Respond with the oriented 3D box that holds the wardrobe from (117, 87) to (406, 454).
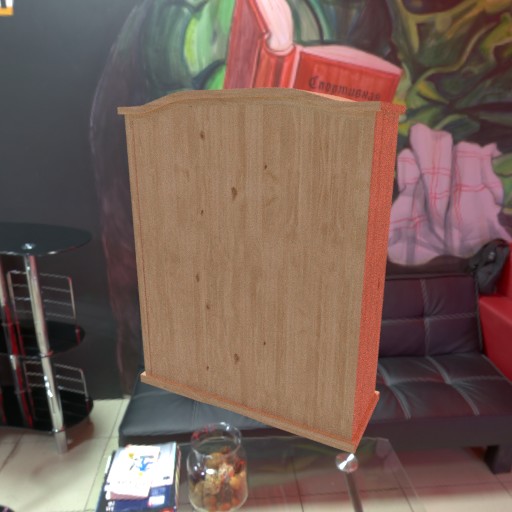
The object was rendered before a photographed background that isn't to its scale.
[{"bbox_3d":[0.000,0.000,2.696,1.500,1.870,0.570,9,19,27],"label":"wardrobe"}]
